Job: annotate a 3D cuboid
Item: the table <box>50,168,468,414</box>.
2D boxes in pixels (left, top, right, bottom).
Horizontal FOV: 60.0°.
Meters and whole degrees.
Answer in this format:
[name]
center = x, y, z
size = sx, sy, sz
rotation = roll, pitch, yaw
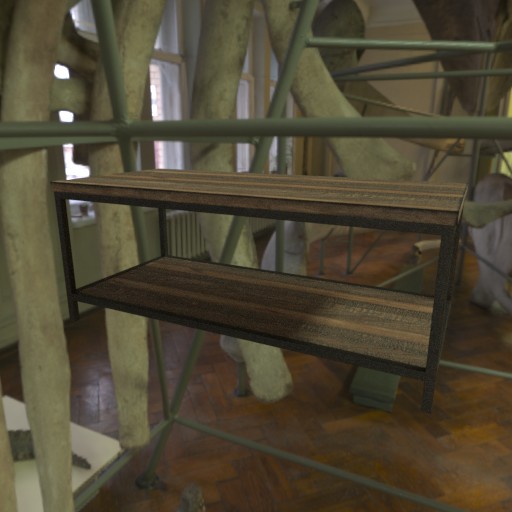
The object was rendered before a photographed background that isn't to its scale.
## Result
[table]
center = 0.000, 0.000, 1.208
size = 0.990, 0.399, 0.452
rotation = 8, 18, 25
